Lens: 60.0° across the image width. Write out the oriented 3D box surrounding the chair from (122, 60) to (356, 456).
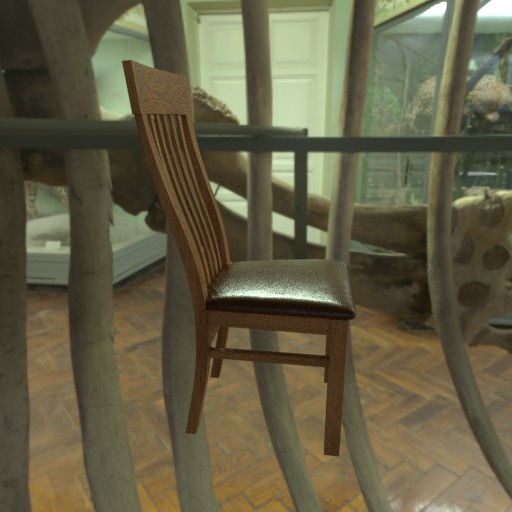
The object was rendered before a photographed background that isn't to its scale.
[{"bbox_3d":[0.000,0.000,1.340,0.580,1.050,0.450,3,18,8],"label":"chair"}]
